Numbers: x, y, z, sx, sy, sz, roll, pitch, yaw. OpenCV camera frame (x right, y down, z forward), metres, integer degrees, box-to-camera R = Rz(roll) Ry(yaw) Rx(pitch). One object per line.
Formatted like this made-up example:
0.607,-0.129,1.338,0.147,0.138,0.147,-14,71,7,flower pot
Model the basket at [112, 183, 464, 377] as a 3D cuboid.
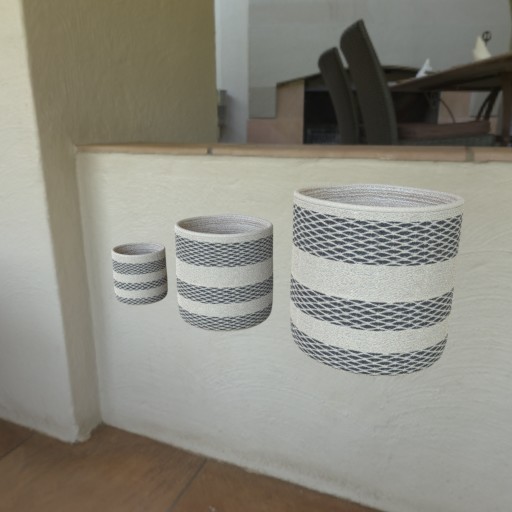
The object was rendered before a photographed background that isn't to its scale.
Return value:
0.000,0.000,1.113,0.917,0.356,0.351,8,17,26,basket
